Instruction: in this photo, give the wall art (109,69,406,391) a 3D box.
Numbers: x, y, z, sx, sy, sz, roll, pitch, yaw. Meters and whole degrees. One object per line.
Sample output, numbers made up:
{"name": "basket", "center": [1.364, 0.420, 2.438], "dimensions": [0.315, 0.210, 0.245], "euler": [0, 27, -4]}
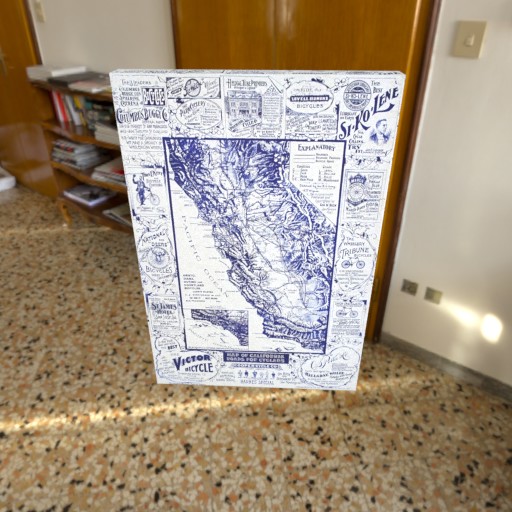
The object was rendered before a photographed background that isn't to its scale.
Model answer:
{"name": "wall art", "center": [0.000, 0.000, 0.776], "dimensions": [0.408, 0.601, 0.040], "euler": [1, 30, 2]}
